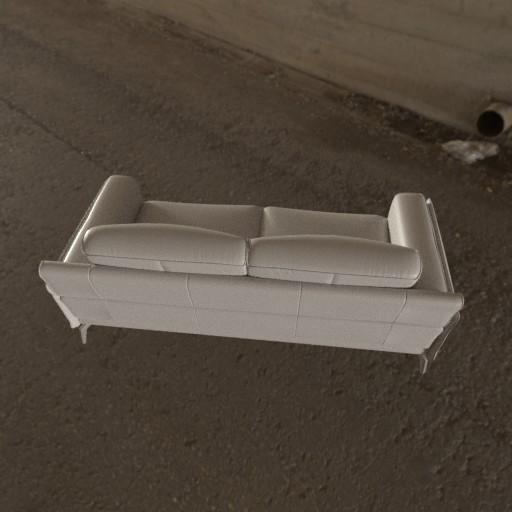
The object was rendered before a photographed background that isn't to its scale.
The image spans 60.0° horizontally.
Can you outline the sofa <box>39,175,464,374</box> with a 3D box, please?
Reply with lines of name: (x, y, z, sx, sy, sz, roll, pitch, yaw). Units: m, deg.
sofa: (0.000, 0.000, 2.571, 2.101, 0.930, 1.049, 4, 46, 4)
